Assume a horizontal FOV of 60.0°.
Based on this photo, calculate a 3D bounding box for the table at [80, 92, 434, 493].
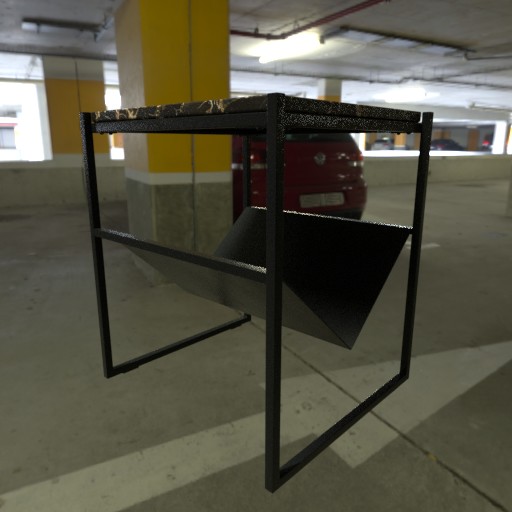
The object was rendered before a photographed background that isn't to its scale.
[{"bbox_3d":[0.000,0.000,0.861,0.469,0.534,0.432,13,19,42],"label":"table"}]
